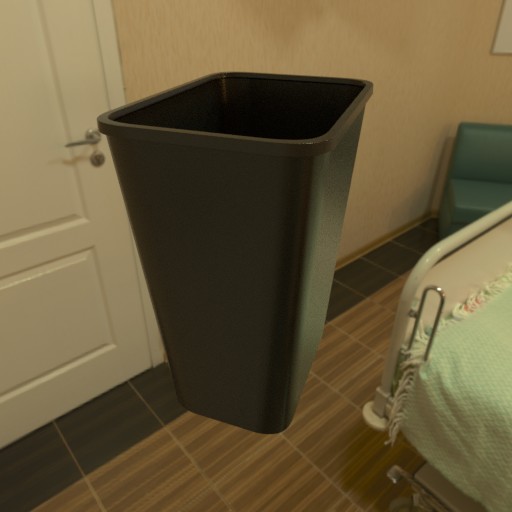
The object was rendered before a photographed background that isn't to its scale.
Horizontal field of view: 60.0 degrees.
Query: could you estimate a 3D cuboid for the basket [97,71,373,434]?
[{"bbox_3d":[0.000,0.000,0.754,0.287,0.521,0.394,11,33,17],"label":"basket"}]
